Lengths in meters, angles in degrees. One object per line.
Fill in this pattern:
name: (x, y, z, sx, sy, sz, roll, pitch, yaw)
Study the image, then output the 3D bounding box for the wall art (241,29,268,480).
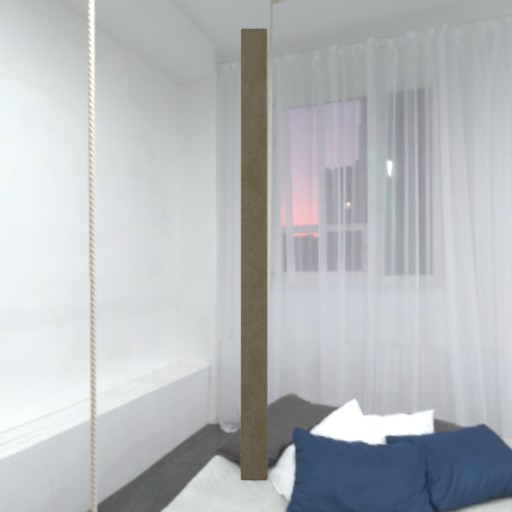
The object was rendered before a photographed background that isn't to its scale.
wall art: (0.000, 0.000, 0.747, 0.030, 0.506, 0.503, 0, -1, 0)
